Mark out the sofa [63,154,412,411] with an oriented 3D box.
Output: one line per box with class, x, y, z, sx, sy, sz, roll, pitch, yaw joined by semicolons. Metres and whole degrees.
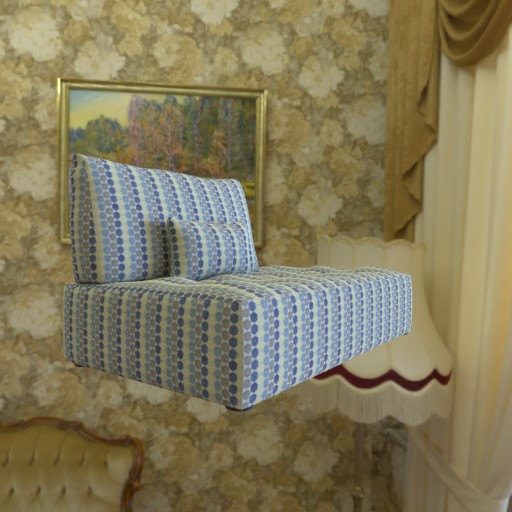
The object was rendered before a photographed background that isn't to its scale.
sofa;0.000;0.000;2.031;1.000;0.820;1.450;1;1;37
